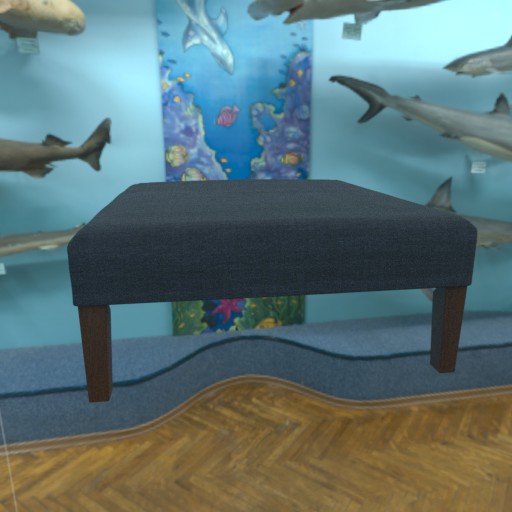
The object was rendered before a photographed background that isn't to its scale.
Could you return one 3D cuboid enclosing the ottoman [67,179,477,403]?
[{"bbox_3d":[0.000,0.000,1.392,0.890,0.411,0.889,-2,15,-8],"label":"ottoman"}]
